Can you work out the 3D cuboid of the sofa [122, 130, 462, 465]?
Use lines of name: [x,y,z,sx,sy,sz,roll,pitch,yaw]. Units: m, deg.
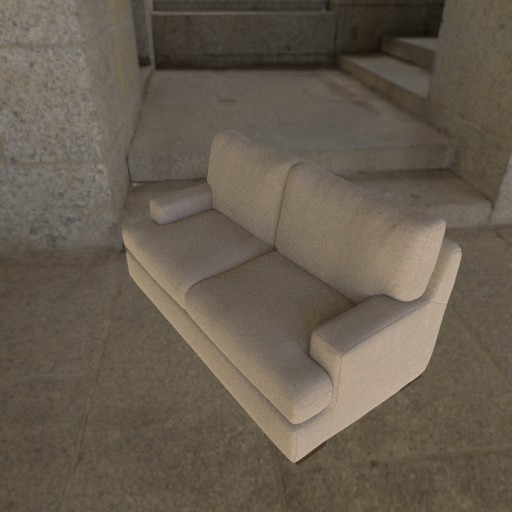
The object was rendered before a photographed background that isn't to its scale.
sofa: [0.000,0.000,2.524,0.962,0.980,1.855,-21,38,-30]
